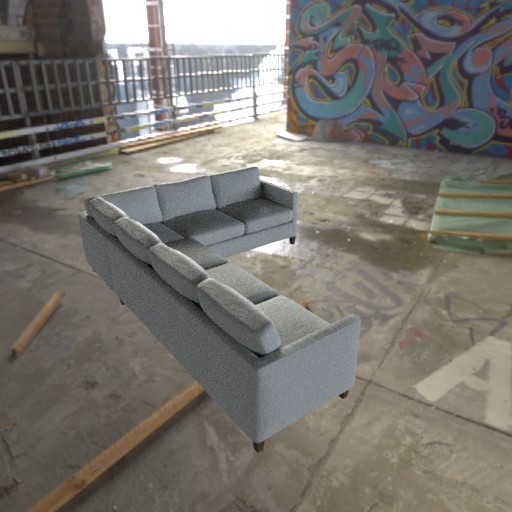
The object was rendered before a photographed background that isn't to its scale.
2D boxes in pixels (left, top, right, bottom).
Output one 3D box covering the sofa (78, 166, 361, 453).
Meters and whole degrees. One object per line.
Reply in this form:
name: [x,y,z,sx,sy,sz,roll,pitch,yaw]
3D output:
sofa: [0.000,0.000,4.490,2.522,0.934,3.333,-18,31,-33]
